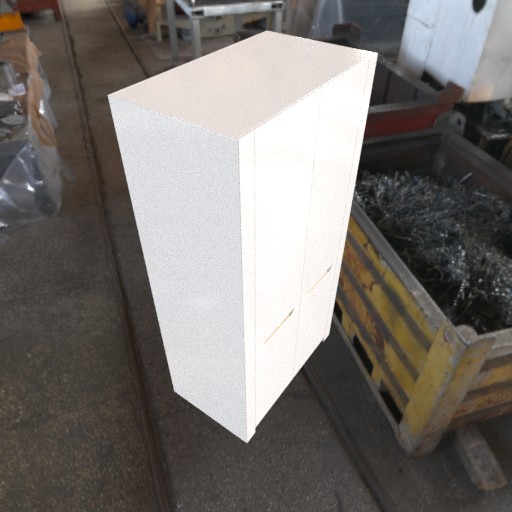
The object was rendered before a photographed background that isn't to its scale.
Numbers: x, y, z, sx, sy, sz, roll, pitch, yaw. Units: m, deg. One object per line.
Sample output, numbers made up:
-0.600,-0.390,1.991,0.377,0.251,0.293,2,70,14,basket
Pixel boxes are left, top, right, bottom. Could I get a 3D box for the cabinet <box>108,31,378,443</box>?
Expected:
0.000,0.000,2.366,0.580,1.920,0.980,26,48,26,cabinet
